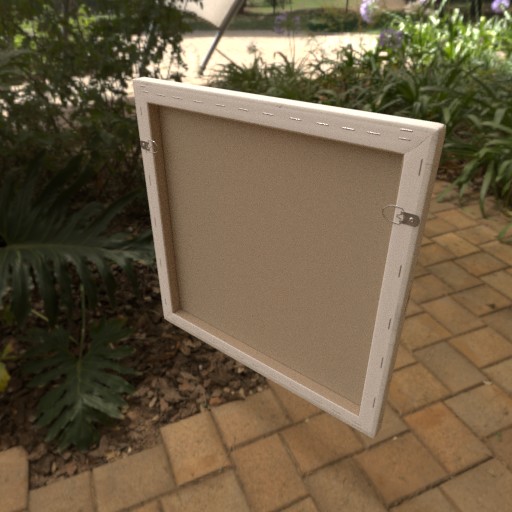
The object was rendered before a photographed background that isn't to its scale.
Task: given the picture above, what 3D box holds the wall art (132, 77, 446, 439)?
[{"bbox_3d":[0.000,0.000,1.105,0.762,0.762,0.038,22,37,32],"label":"wall art"}]
